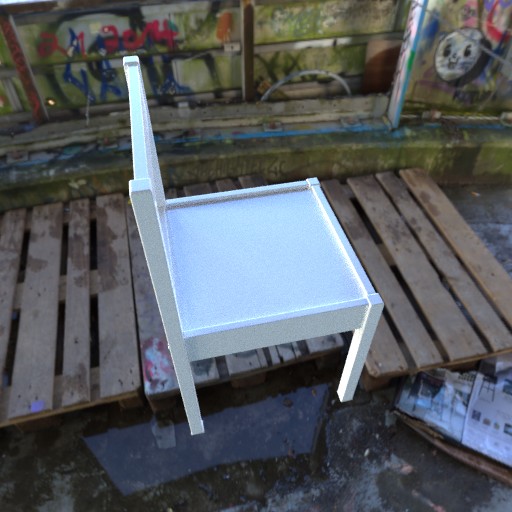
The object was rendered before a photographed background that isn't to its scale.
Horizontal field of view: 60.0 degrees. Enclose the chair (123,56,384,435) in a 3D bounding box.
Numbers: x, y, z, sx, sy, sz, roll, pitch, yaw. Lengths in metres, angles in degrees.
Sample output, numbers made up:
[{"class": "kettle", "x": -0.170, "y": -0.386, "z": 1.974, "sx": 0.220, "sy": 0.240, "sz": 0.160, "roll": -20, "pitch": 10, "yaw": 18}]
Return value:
[{"class": "chair", "x": 0.000, "y": 0.000, "z": 0.669, "sx": 0.285, "sy": 0.505, "sz": 0.285, "roll": -9, "pitch": 47, "yaw": -9}]
